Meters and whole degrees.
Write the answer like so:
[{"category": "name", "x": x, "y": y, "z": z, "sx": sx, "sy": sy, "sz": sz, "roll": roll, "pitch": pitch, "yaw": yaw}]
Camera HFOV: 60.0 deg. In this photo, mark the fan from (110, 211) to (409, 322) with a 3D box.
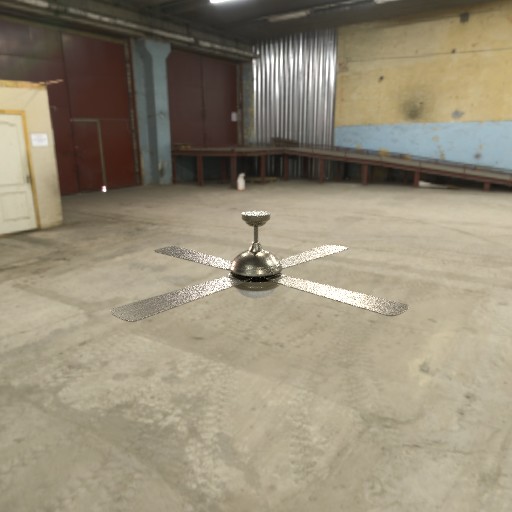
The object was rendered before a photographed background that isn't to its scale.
[{"category": "fan", "x": 0.000, "y": 0.000, "z": 1.963, "sx": 1.321, "sy": 0.381, "sz": 1.321, "roll": -7, "pitch": 16, "yaw": -26}]
